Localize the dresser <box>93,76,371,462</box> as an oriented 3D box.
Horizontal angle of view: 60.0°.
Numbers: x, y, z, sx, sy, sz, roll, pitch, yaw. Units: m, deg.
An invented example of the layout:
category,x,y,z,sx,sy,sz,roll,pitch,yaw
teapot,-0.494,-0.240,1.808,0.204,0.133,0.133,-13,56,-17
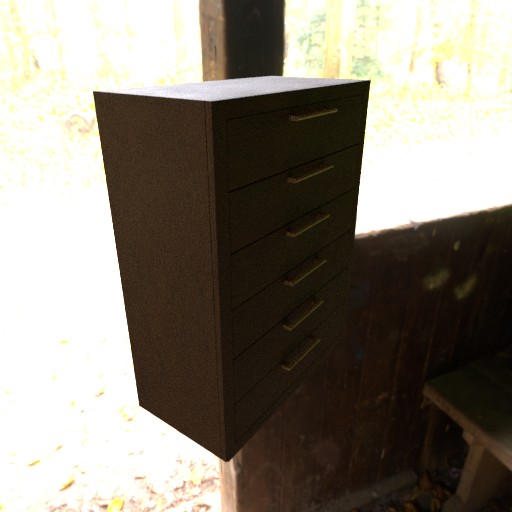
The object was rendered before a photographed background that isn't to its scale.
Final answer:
category,x,y,z,sx,sy,sz,roll,pitch,yaw
dresser,0.000,0.000,1.829,0.516,1.320,0.964,17,30,32
